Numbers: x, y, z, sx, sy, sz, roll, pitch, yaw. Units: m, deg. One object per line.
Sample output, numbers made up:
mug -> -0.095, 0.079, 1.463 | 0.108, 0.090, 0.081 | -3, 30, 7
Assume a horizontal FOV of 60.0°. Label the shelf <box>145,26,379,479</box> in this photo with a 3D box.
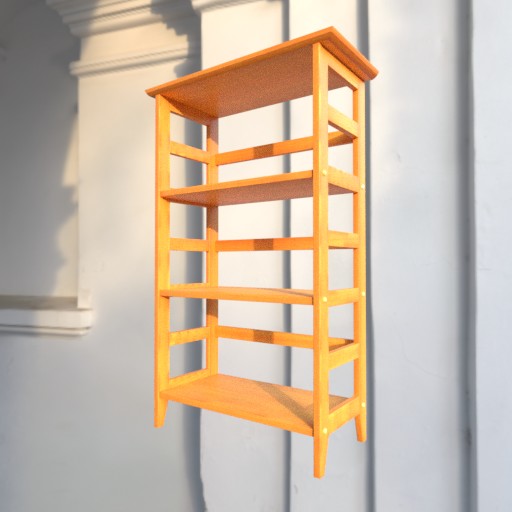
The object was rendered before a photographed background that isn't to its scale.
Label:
shelf -> 0.000, 0.000, 1.343 | 0.660, 1.067, 0.305 | -1, -1, 36
